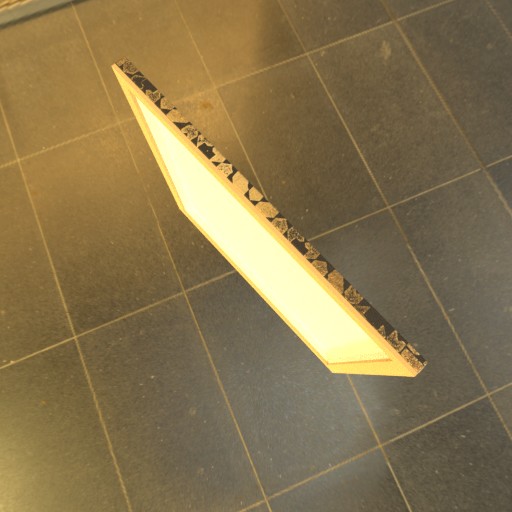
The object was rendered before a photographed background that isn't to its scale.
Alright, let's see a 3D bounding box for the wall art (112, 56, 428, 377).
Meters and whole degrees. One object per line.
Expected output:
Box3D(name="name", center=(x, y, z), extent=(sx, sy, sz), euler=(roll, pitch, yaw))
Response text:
Box3D(name="wall art", center=(0.000, 0.000, 1.352), extent=(0.038, 0.914, 0.914), euler=(-42, 79, -10))
